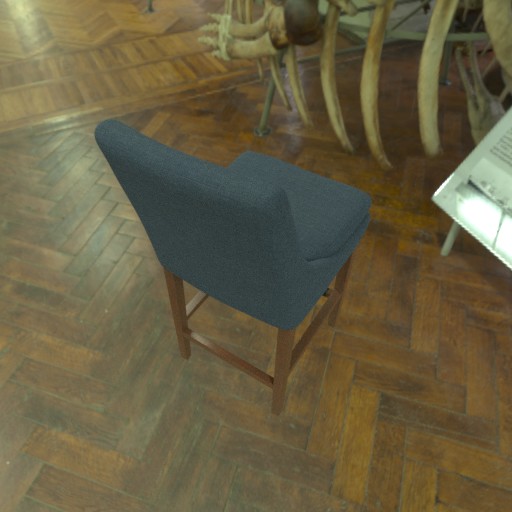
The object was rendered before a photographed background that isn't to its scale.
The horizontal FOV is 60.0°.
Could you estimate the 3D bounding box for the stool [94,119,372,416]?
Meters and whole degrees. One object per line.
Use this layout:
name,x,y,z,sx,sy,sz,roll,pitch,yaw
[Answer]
stool,0.000,0.000,1.281,0.470,0.981,0.577,25,52,22
